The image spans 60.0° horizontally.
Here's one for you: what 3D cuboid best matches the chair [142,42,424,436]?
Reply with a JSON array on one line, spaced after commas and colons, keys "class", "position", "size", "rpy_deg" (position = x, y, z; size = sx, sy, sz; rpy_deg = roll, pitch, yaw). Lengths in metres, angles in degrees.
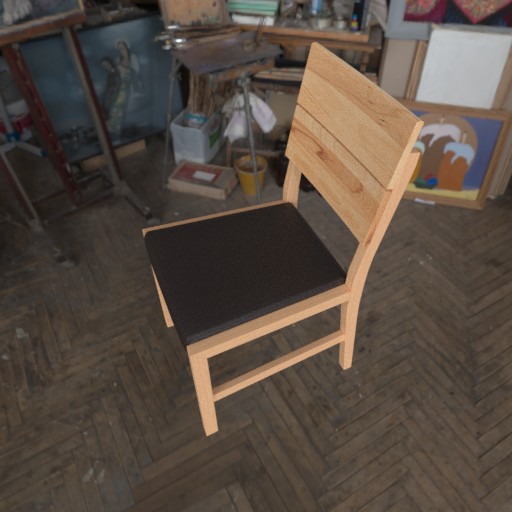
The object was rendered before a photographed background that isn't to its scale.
[{"class": "chair", "position": [0.000, 0.000, 1.262], "size": [0.560, 0.950, 0.475], "rpy_deg": [-18, 49, -16]}]
